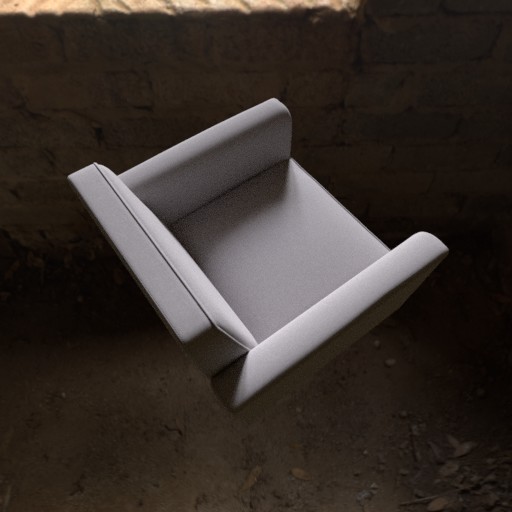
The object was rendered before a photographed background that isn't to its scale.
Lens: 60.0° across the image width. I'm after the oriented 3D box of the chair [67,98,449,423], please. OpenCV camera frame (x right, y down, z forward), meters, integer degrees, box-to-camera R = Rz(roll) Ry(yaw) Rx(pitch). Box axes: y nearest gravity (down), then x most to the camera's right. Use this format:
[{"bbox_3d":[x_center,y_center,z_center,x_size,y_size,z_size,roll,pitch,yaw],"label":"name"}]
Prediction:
[{"bbox_3d":[0.000,0.000,1.391,0.750,0.780,0.780,-32,64,-18],"label":"chair"}]
